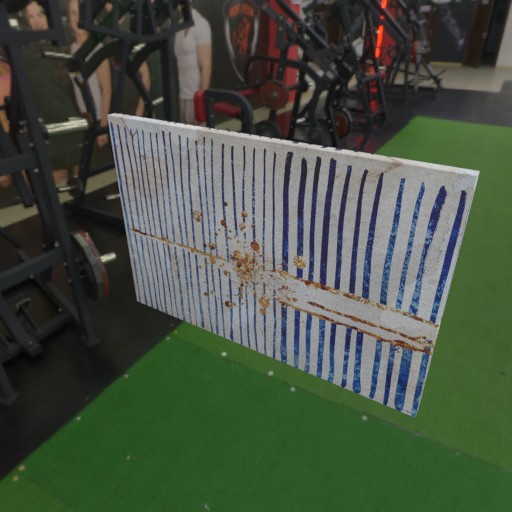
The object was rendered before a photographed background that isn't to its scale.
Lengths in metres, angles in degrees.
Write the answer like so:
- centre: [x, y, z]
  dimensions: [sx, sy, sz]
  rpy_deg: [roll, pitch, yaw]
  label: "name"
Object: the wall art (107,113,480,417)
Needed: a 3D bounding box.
- centre: [0.000, 0.000, 1.417]
  dimensions: [1.143, 0.757, 0.038]
  rpy_deg: [17, 34, 27]
  label: "wall art"
